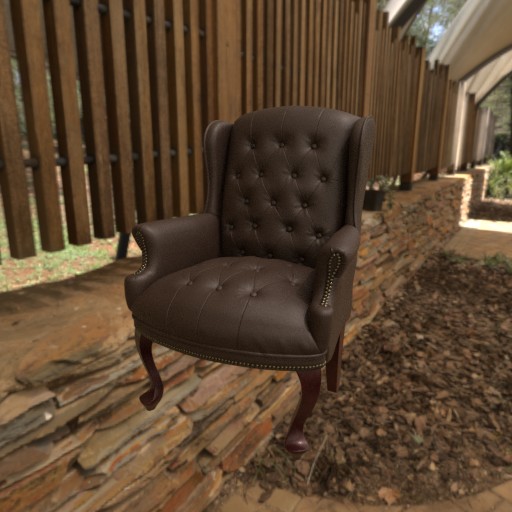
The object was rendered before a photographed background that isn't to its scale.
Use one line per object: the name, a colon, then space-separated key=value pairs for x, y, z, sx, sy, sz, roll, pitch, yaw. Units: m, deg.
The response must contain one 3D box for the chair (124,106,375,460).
chair: x=0.000 y=0.000 z=1.694 sx=0.829 sy=1.132 sz=0.819 roll=7 pitch=16 yaw=26
